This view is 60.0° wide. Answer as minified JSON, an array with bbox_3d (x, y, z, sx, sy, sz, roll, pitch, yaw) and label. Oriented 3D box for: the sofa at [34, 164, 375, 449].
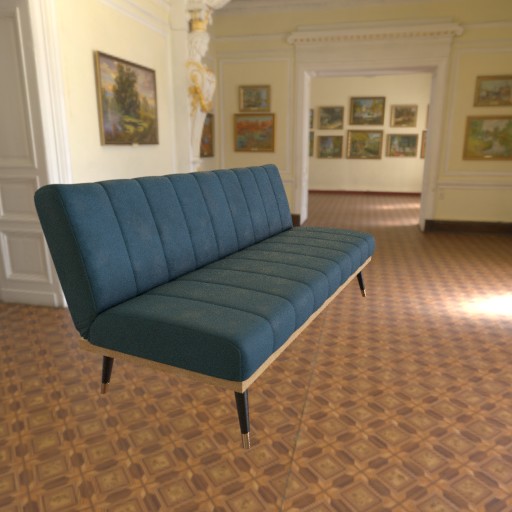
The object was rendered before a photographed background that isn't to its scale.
[{"bbox_3d":[0.000,0.000,2.214,0.830,0.825,1.810,7,16,26],"label":"sofa"}]
